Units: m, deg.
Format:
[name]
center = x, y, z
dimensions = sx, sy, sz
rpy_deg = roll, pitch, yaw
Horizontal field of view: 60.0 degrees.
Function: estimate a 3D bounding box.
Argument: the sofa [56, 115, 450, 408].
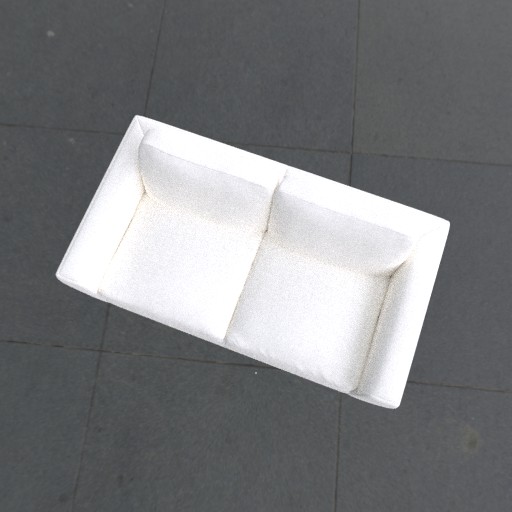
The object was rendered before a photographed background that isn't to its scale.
[sofa]
center = 0.000, 0.000, 2.521
dimensions = 1.920, 0.801, 1.069
rpy_deg = 20, 76, 5
